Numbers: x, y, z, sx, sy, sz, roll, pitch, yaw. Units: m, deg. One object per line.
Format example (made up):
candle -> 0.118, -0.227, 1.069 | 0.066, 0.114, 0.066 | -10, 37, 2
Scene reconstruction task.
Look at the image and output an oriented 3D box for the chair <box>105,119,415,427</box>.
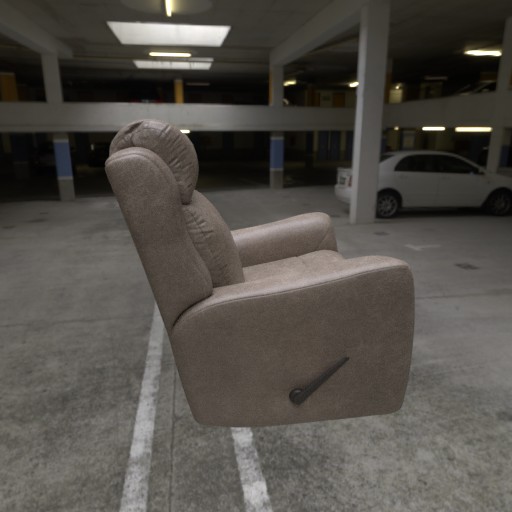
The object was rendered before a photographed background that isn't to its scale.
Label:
chair -> 0.000, 0.000, 1.903 | 1.068, 1.116, 0.967 | -3, 17, -9
